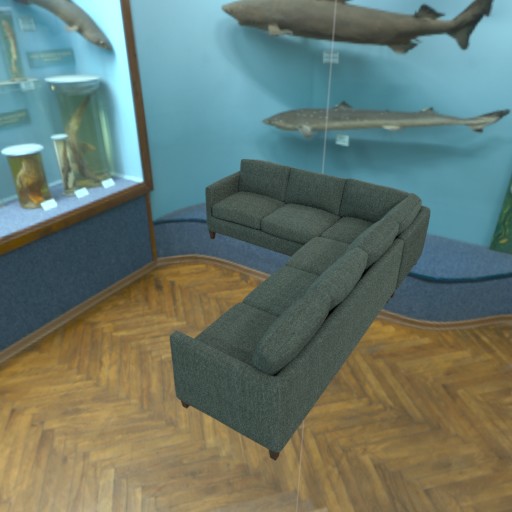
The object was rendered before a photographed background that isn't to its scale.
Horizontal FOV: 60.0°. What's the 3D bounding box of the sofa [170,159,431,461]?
[{"bbox_3d":[0.000,0.000,4.532,2.593,0.947,3.302,18,34,29],"label":"sofa"}]
